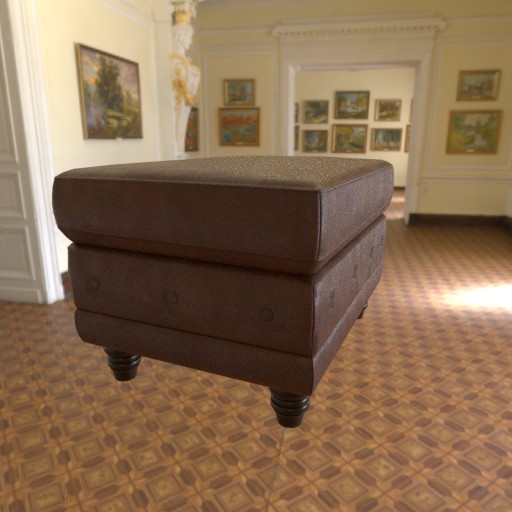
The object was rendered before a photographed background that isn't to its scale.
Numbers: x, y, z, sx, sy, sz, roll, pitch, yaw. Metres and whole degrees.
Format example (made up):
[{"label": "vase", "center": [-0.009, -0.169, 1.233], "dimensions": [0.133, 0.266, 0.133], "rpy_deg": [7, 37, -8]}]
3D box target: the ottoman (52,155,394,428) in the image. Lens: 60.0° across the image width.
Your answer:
[{"label": "ottoman", "center": [0.000, 0.000, 1.189], "dimensions": [0.588, 0.509, 0.795], "rpy_deg": [7, 16, 24]}]
